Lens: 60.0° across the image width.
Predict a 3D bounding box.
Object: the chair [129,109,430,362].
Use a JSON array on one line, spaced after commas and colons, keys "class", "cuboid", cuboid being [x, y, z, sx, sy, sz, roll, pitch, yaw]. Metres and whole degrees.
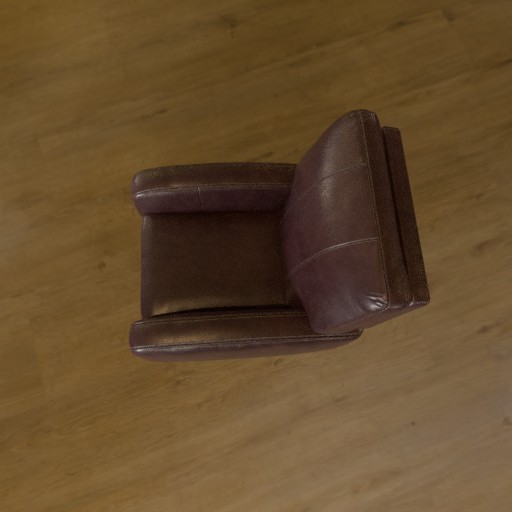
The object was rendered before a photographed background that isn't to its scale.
[{"class": "chair", "cuboid": [0.000, 0.000, 1.754, 0.990, 0.990, 0.762, -4, 74, -1]}]
